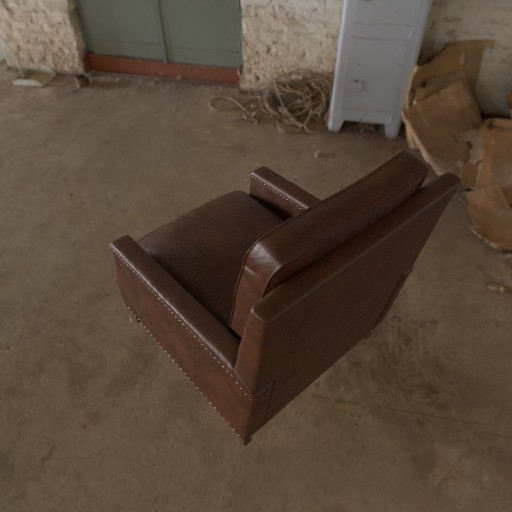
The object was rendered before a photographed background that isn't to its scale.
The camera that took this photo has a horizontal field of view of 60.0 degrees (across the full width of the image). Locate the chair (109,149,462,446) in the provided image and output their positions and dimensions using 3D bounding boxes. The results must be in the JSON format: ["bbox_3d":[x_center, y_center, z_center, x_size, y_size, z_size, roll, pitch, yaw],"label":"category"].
[{"bbox_3d":[0.000,0.000,1.789,0.854,1.054,1.035,-32,53,-28],"label":"chair"}]
